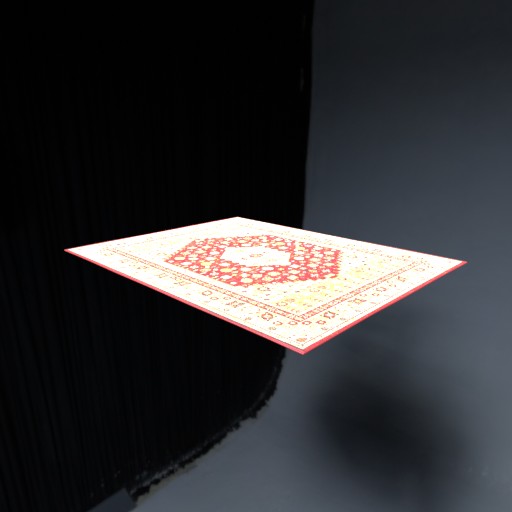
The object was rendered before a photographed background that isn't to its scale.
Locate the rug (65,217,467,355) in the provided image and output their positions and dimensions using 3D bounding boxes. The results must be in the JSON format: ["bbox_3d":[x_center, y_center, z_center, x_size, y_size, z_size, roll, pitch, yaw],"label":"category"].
[{"bbox_3d":[0.000,0.000,4.238,3.053,0.013,2.387,15,22,42],"label":"rug"}]
